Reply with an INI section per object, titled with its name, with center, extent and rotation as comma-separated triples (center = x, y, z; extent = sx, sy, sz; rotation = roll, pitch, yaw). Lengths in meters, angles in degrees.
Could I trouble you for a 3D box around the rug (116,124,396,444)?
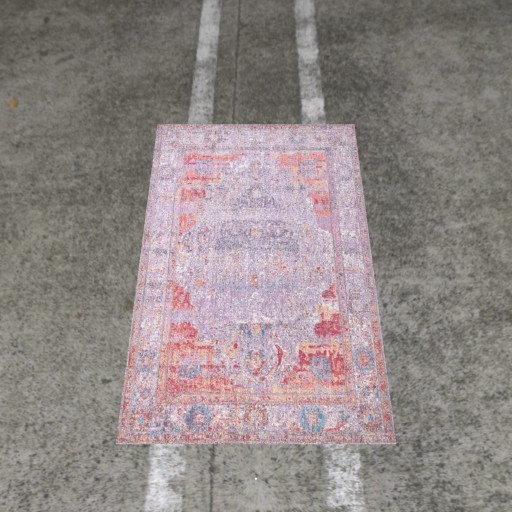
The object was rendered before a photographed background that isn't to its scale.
[rug]
center = 0.000, 0.000, 2.337
extent = 1.219, 0.005, 1.829
rotation = 0, 63, 0
